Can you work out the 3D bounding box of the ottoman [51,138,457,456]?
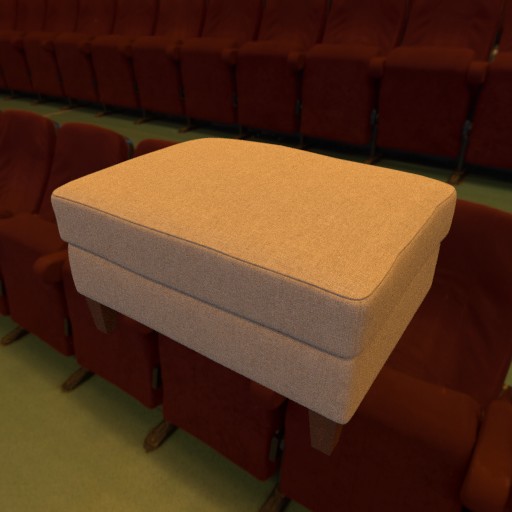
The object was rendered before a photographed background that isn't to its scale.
[{"bbox_3d":[0.000,0.000,1.276,0.898,0.519,0.677,19,34,29],"label":"ottoman"}]
